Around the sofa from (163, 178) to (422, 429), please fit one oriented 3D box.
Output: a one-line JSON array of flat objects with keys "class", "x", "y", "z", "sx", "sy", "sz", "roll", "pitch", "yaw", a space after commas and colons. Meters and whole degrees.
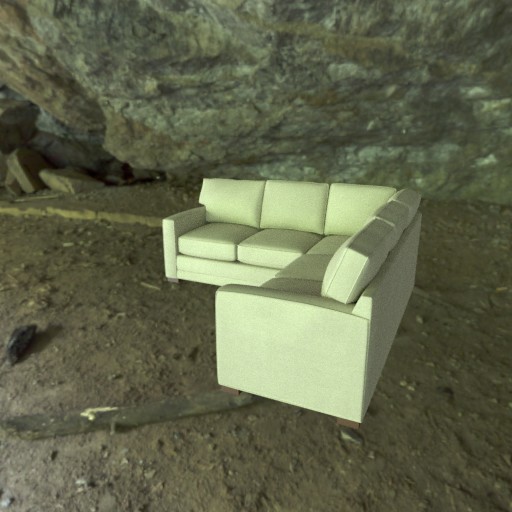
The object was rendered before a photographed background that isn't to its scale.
[{"class": "sofa", "x": 0.000, "y": 0.000, "z": 3.427, "sx": 2.182, "sy": 0.939, "sz": 2.189, "roll": 8, "pitch": 18, "yaw": 24}]
